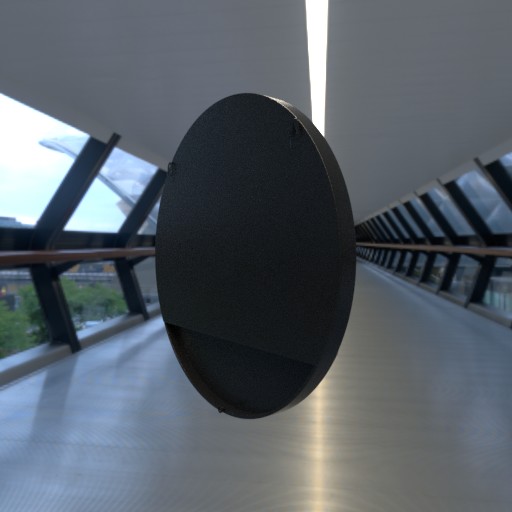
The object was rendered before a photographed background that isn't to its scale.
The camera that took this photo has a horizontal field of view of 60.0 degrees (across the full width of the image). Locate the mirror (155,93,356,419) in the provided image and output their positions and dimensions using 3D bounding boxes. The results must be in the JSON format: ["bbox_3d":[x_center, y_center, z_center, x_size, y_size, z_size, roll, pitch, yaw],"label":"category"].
[{"bbox_3d":[0.000,0.000,0.684,0.133,0.457,0.457,0,1,-37],"label":"mirror"}]
